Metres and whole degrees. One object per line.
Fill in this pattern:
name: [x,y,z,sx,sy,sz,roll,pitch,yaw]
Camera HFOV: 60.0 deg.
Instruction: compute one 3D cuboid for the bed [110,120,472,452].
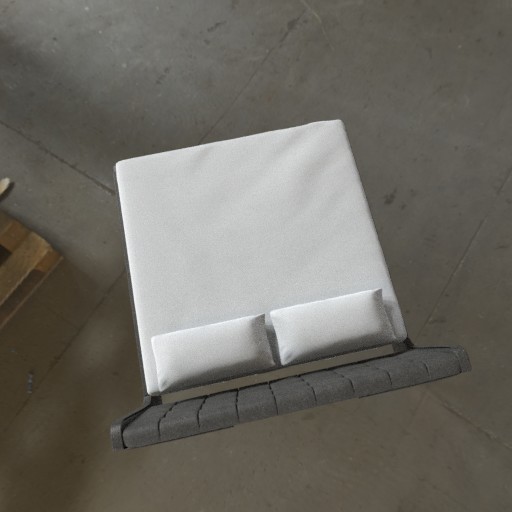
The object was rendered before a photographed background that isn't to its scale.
bed: [0.000,0.000,3.082,1.903,1.158,2.031,-12,75,-3]
